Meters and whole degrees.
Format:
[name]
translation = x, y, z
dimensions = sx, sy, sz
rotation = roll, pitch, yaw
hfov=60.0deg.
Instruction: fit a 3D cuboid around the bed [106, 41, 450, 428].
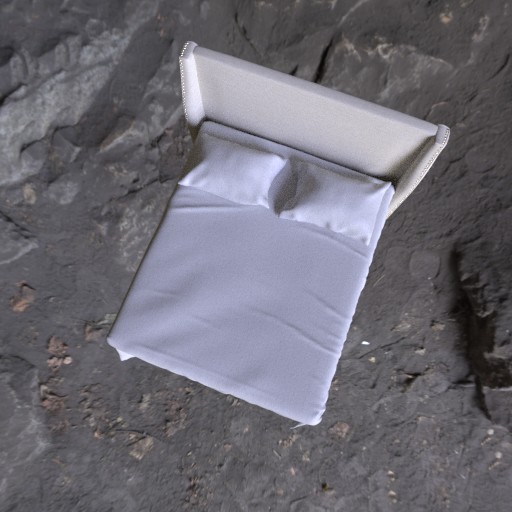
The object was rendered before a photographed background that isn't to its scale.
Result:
[bed]
translation = 0.000, 0.000, 3.382
dimensions = 1.925, 1.332, 2.276
rotation = 20, 77, 5
